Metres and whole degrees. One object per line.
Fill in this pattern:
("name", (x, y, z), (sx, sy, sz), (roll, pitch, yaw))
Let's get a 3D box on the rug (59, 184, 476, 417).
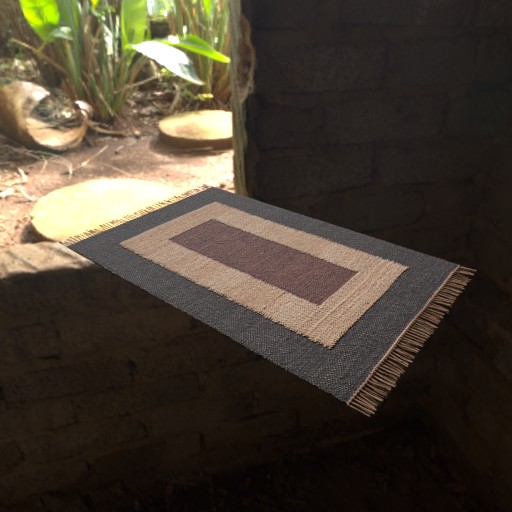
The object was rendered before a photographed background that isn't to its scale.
("rug", (0.000, 0.000, 2.467), (2.021, 0.027, 1.224), (22, 37, 33))
